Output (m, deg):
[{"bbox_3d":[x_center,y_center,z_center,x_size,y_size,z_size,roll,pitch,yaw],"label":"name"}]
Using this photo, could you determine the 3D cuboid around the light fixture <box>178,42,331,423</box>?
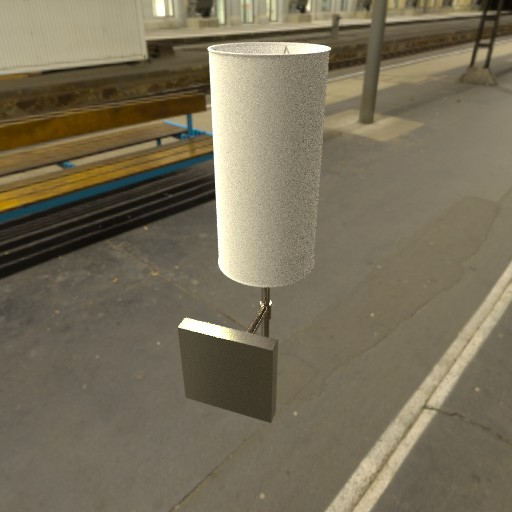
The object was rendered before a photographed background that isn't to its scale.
[{"bbox_3d":[0.000,0.000,0.549,0.128,0.462,0.208,10,32,17],"label":"light fixture"}]
